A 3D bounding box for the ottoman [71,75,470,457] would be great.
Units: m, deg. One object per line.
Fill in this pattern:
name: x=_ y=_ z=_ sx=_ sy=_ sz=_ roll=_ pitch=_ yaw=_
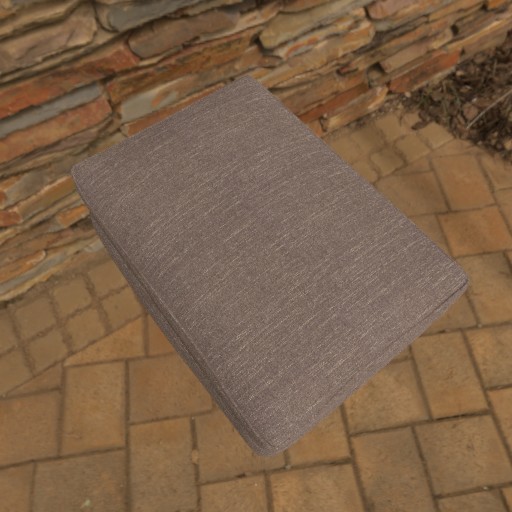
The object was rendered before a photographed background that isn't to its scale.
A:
ottoman: x=0.000 y=0.000 z=0.969 sx=0.508 sy=0.406 sz=0.686 roll=-34 pitch=68 yaw=-16
